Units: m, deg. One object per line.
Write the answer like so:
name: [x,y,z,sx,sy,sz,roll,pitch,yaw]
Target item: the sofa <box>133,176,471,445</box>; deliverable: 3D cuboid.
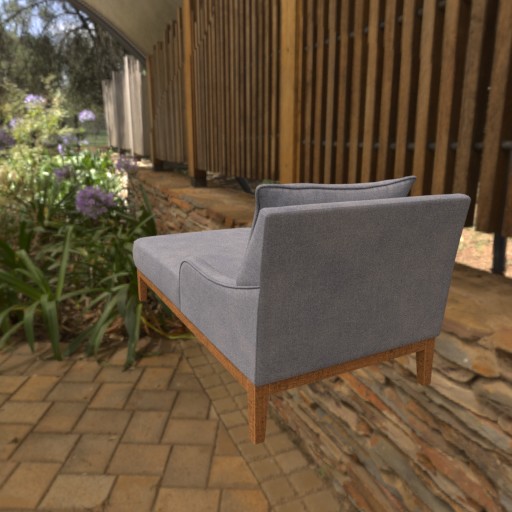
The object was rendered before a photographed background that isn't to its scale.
sofa: [0.000,0.000,2.300,0.904,0.883,1.779,-7,16,-27]
